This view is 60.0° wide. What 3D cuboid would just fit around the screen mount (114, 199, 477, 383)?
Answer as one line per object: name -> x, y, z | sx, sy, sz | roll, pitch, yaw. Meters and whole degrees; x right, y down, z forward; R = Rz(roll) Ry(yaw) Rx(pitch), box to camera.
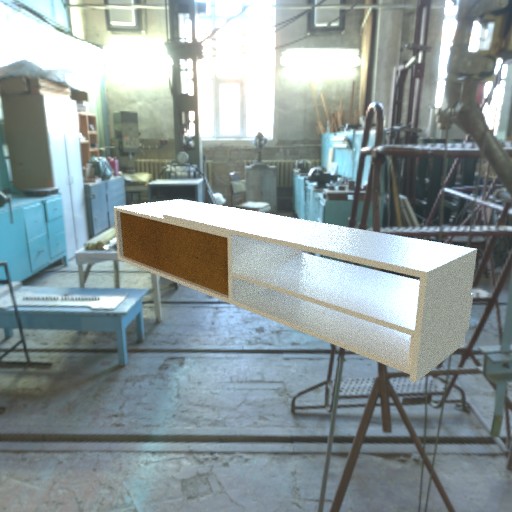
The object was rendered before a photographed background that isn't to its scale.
screen mount -> 0.000, 0.000, 1.898 | 0.420, 0.320, 1.680 | -14, 21, -43
